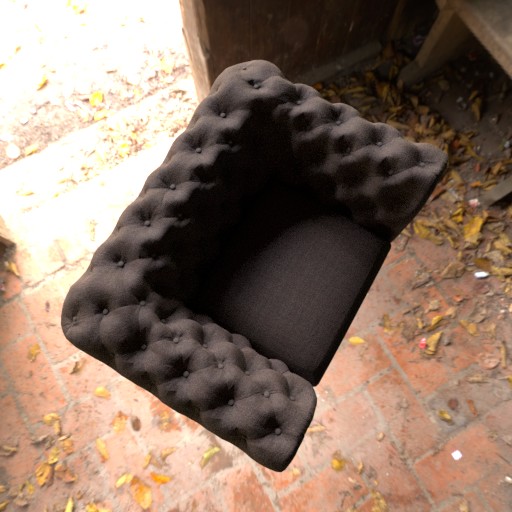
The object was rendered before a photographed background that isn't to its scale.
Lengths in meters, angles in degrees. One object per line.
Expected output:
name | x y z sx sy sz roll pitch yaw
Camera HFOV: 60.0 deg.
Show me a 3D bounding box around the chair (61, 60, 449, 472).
chair | 0.000 0.000 1.857 0.945 0.780 1.298 30 77 7
